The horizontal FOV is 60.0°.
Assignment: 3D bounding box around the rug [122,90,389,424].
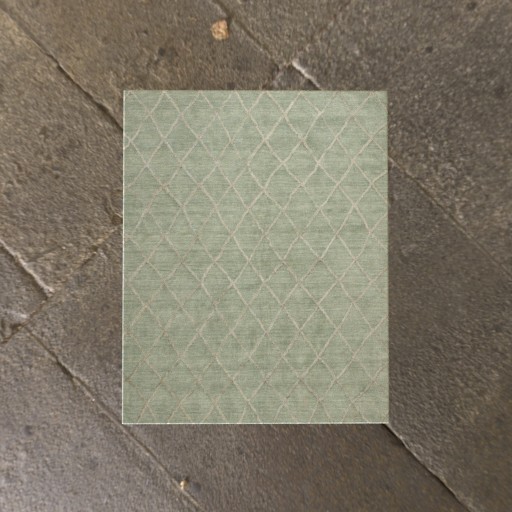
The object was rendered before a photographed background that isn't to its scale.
[{"bbox_3d":[0.000,0.000,4.046,2.420,0.019,3.039,0,89,-1],"label":"rug"}]
